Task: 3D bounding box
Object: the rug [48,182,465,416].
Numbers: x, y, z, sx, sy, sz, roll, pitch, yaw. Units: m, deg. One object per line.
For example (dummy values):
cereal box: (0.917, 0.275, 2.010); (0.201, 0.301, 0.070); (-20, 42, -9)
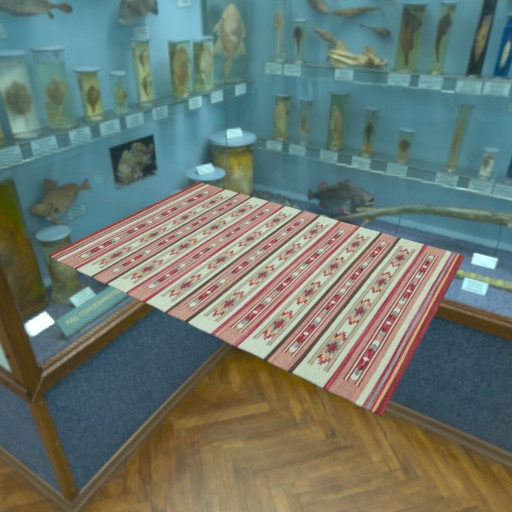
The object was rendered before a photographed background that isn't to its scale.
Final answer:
rug: (0.000, 0.000, 2.321); (1.817, 0.008, 1.223); (19, 36, 29)
